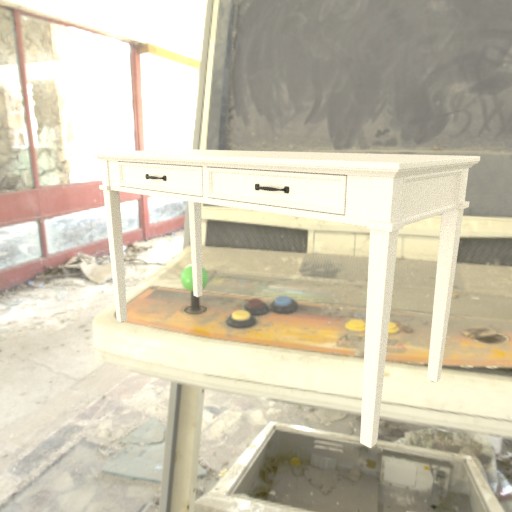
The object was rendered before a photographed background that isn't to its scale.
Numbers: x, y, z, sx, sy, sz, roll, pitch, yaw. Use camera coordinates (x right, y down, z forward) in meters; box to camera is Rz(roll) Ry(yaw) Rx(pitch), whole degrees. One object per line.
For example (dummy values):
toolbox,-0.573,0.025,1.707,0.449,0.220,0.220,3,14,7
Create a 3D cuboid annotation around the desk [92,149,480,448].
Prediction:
desk,0.000,0.000,1.719,1.372,0.774,0.559,13,20,41
